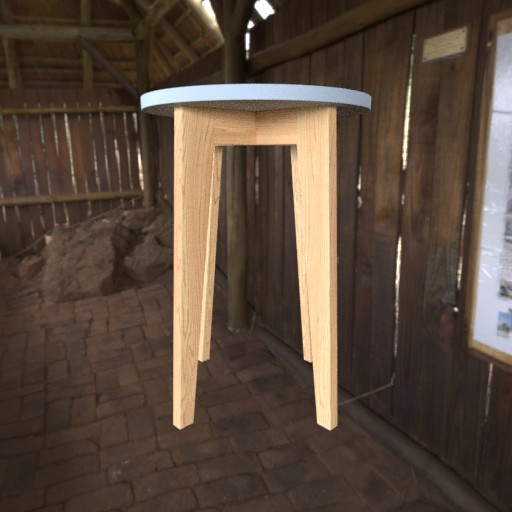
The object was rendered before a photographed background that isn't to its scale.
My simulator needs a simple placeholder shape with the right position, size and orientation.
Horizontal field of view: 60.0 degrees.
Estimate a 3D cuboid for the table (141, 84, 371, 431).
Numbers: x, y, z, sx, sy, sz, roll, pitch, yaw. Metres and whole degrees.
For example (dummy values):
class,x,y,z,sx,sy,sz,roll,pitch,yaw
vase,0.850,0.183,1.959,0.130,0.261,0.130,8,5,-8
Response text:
class,x,y,z,sx,sy,sz,roll,pitch,yaw
table,0.000,0.000,0.751,0.350,0.500,0.350,0,13,0
